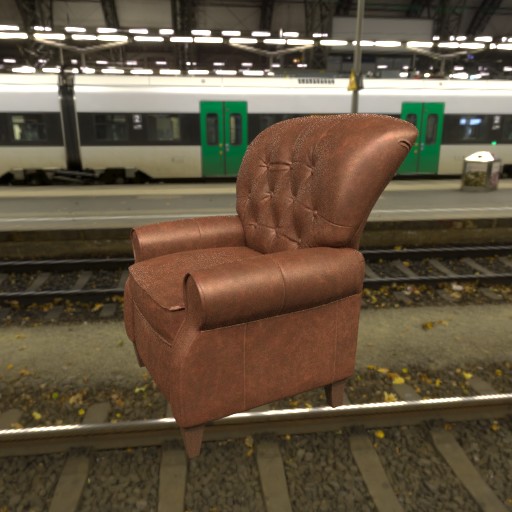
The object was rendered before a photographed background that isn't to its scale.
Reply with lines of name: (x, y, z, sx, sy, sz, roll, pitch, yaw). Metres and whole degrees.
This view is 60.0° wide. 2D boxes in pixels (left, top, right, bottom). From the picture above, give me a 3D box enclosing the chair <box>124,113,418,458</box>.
chair: (0.000, 0.000, 1.895, 1.031, 1.162, 0.979, -8, 17, -27)
